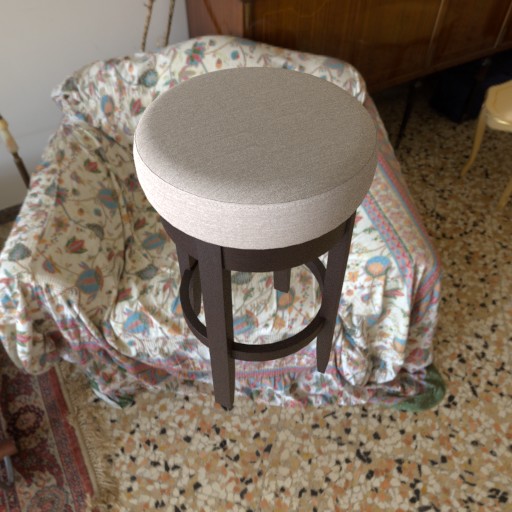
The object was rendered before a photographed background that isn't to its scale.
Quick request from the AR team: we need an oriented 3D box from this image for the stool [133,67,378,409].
[{"bbox_3d":[0.000,0.000,1.046,0.443,0.757,0.443,0,48,0],"label":"stool"}]
